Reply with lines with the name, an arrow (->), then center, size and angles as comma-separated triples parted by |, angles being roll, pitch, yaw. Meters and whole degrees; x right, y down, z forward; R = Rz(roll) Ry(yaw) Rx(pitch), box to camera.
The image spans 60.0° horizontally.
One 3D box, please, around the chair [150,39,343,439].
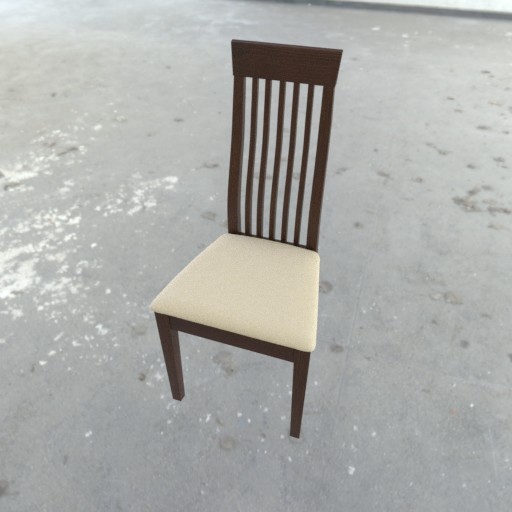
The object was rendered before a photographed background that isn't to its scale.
chair -> 0.000, 0.000, 1.282 | 0.460, 1.027, 0.474 | 12, 42, 14
